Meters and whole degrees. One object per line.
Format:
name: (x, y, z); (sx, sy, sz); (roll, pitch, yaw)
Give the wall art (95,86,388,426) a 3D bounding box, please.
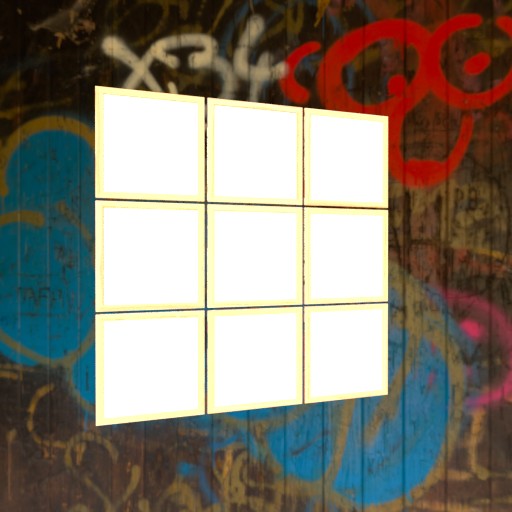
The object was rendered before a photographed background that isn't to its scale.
wall art: (0.000, 0.000, 1.771); (1.206, 1.218, 0.013); (0, 0, -17)
